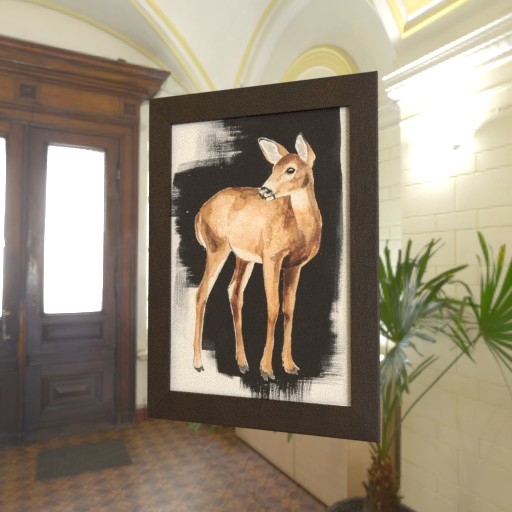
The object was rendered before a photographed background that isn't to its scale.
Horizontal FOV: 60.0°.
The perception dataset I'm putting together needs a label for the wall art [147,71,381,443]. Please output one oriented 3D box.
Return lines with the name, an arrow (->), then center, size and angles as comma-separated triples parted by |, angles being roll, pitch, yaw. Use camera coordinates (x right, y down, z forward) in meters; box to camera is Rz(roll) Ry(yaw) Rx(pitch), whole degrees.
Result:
wall art -> 0.000, 0.000, 0.670 | 0.359, 0.513, 0.017 | 0, -2, 17
